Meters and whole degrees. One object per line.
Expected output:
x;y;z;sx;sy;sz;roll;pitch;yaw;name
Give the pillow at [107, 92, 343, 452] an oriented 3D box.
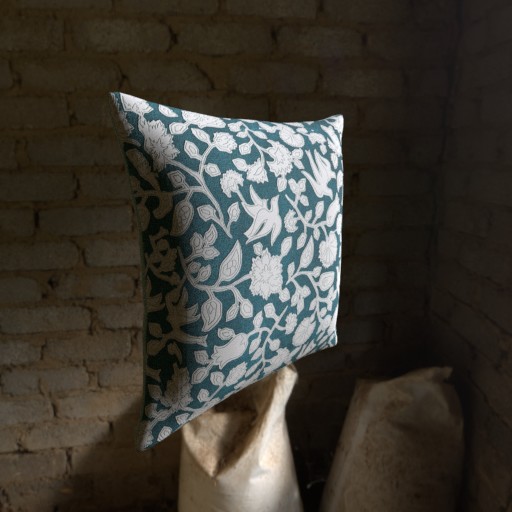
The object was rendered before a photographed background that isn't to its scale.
0.000;0.000;0.787;0.166;0.508;0.525;12;18;42;pillow
